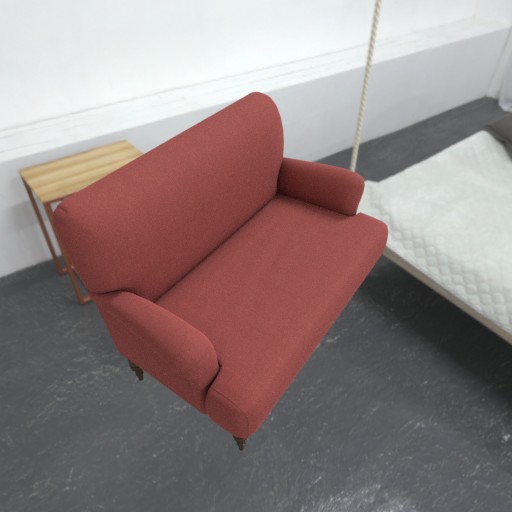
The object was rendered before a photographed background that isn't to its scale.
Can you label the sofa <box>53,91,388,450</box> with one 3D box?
[{"bbox_3d":[0.000,0.000,1.870,0.779,0.889,1.297,25,47,25],"label":"sofa"}]
